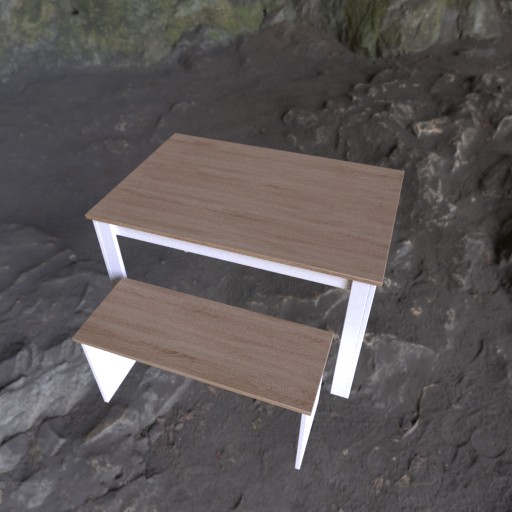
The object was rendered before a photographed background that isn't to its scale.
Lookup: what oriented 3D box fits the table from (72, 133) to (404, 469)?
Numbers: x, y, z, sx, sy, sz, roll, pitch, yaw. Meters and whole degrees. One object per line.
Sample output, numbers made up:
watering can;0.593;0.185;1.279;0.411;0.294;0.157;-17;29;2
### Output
table;0.000;0.000;2.016;1.100;0.700;1.443;13;43;15
